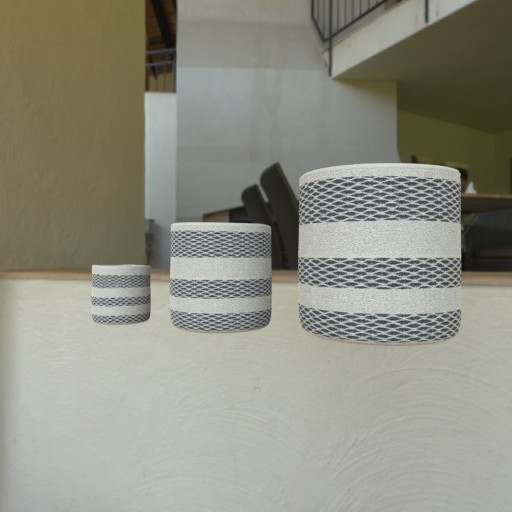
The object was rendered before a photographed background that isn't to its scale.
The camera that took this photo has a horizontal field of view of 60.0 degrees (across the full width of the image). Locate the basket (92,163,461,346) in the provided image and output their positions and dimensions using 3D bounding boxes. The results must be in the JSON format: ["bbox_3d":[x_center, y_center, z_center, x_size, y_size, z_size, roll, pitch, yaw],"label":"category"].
[{"bbox_3d":[0.000,0.000,1.086,0.917,0.356,0.351,0,0,18],"label":"basket"}]
